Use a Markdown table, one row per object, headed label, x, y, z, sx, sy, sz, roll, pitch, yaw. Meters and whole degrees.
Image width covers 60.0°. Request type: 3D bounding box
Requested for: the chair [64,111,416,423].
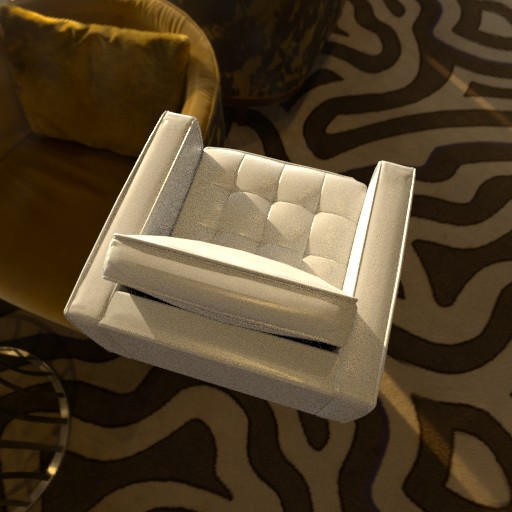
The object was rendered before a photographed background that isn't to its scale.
| label | x | y | z | sx | sy | sz | roll | pitch | yaw |
| --- | --- | --- | --- | --- | --- | --- | --- | --- | --- |
| chair | 0.000 | 0.000 | 1.520 | 0.928 | 0.773 | 0.843 | 15 | 65 | 7 |
